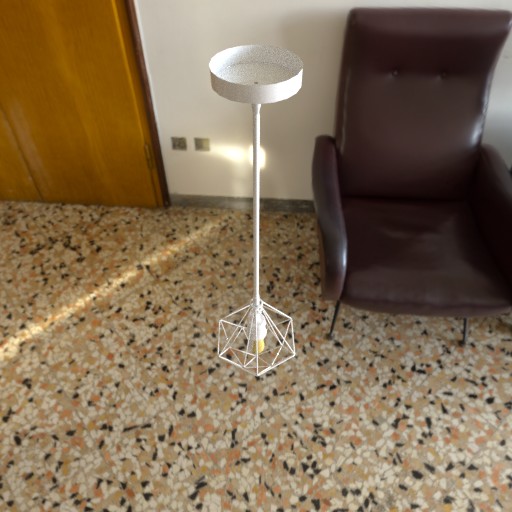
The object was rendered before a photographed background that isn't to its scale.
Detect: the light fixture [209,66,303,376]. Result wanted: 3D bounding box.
[{"bbox_3d":[0.000,0.000,2.034,0.487,1.764,0.431,-24,51,-21],"label":"light fixture"}]
